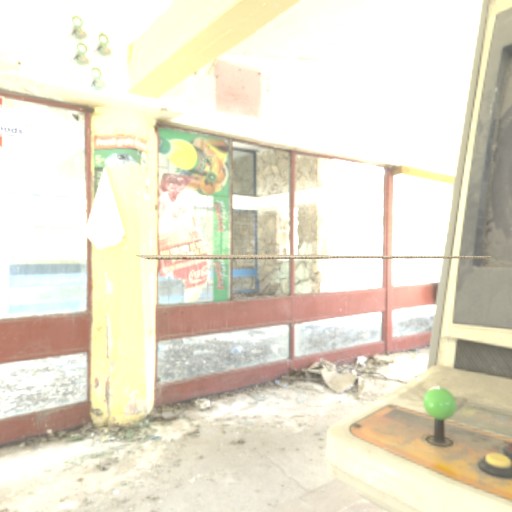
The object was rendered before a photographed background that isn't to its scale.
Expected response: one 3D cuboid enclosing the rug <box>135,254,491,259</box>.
[{"bbox_3d":[0.000,0.000,2.987,1.549,0.010,2.464,0,0,-17],"label":"rug"}]
